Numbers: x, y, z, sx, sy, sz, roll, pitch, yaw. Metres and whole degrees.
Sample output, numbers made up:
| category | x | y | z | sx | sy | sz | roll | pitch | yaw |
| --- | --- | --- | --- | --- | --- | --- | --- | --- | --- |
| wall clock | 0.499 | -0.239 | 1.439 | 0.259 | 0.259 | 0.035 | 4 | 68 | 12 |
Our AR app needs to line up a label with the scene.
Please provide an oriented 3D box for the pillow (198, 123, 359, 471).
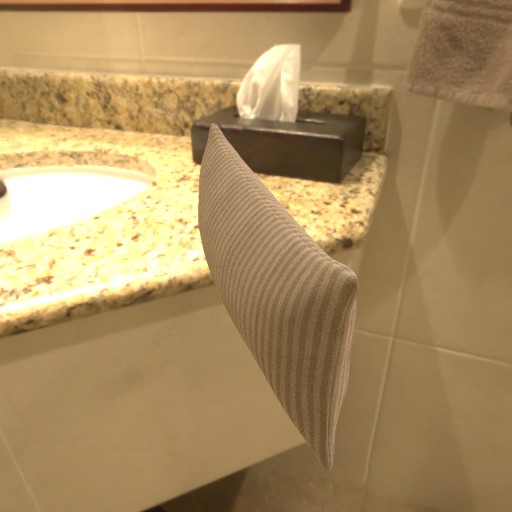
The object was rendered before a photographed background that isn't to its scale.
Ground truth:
| category | x | y | z | sx | sy | sz | roll | pitch | yaw |
| --- | --- | --- | --- | --- | --- | --- | --- | --- | --- |
| pillow | 0.000 | 0.000 | 0.734 | 0.151 | 0.295 | 0.617 | -9 | 32 | -15 |
